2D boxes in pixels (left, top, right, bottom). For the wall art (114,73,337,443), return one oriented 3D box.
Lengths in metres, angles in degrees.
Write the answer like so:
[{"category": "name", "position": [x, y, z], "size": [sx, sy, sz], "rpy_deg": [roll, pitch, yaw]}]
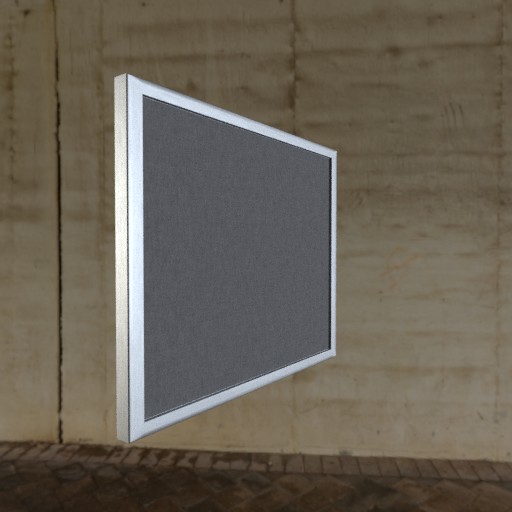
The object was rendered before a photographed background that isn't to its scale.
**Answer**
[{"category": "wall art", "position": [0.000, 0.000, 0.774], "size": [0.028, 0.457, 0.556], "rpy_deg": [1, 2, 37]}]
